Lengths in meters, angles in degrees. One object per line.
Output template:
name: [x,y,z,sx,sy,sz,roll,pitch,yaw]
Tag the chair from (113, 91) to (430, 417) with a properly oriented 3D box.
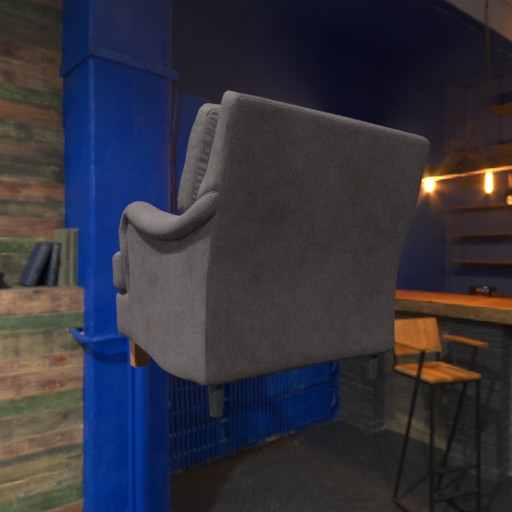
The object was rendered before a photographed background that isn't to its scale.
chair: [0.000,0.000,1.856,0.955,0.997,1.070,0,1,-35]
